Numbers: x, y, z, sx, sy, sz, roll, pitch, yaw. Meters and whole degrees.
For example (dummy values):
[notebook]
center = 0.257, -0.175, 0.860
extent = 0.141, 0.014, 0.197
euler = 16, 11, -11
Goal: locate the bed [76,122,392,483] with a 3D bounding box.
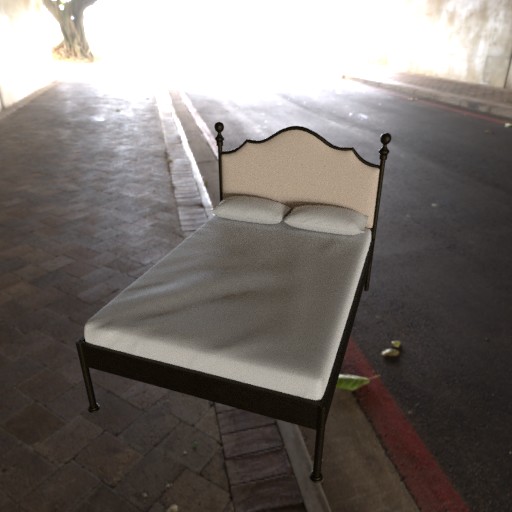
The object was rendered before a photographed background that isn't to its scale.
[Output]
[bed]
center = 0.000, 0.000, 3.175
extent = 1.533, 1.462, 2.170
euler = 9, 28, 18
